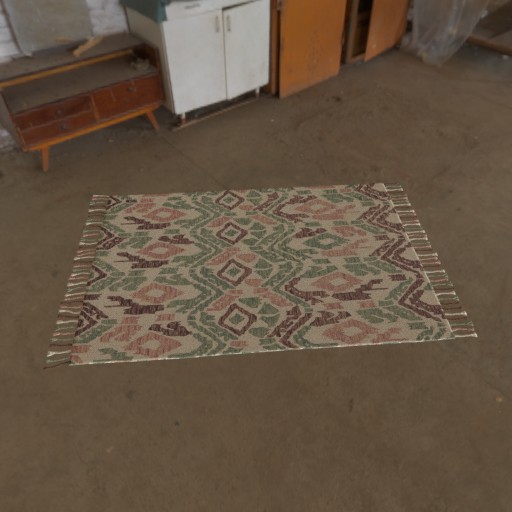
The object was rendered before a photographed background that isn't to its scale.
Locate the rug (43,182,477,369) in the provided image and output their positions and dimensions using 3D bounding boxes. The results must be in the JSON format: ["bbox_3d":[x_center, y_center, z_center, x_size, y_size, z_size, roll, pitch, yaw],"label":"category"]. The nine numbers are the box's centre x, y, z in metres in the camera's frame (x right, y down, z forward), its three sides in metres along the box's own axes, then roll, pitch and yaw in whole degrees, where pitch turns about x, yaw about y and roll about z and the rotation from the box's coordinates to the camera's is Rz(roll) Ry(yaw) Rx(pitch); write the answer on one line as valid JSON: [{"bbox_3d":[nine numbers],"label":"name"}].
[{"bbox_3d":[0.000,0.000,2.976,2.438,0.011,1.524,-3,46,-3],"label":"rug"}]
